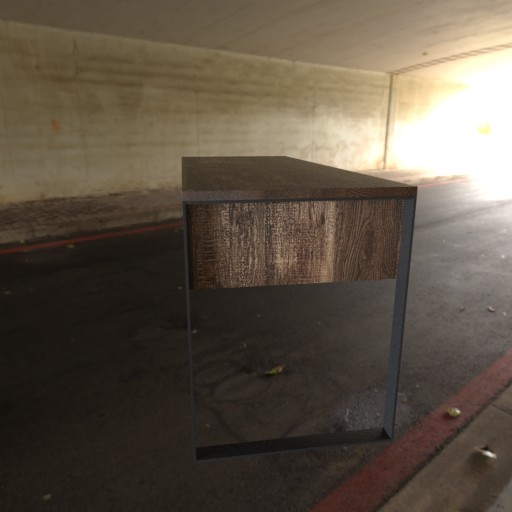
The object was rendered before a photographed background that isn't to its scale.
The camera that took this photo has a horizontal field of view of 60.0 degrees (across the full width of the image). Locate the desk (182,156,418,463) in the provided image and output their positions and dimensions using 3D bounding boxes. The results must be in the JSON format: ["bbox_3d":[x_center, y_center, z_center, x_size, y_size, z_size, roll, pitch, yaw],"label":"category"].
[{"bbox_3d":[0.000,0.000,1.911,0.599,0.762,1.524,-2,16,-9],"label":"desk"}]
